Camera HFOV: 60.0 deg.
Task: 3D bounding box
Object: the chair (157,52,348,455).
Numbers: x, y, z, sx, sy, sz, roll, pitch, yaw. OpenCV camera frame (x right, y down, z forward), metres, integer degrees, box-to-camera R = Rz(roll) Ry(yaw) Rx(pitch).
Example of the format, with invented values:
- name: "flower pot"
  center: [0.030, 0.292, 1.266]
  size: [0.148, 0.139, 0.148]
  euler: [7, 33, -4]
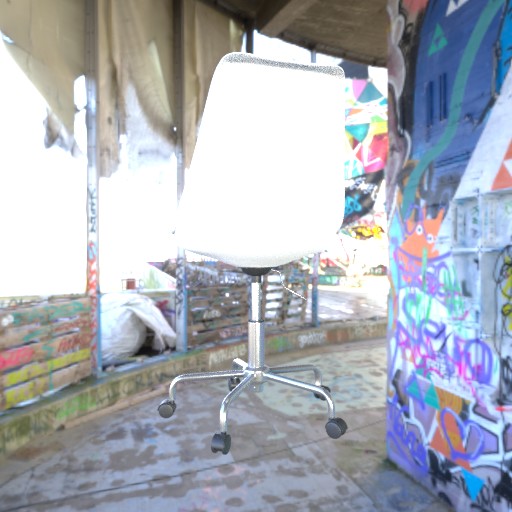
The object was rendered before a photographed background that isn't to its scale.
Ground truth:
- name: "chair"
  center: [0.000, 0.000, 1.282]
  size: [0.550, 0.930, 0.550]
  euler: [0, 0, -17]
